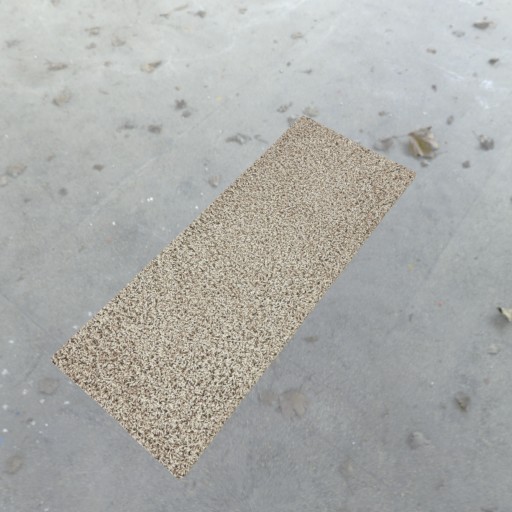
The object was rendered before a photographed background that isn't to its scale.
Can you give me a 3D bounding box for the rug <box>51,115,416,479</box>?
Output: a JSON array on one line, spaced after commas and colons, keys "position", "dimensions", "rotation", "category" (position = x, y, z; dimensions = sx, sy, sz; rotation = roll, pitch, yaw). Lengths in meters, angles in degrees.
[{"position": [0.000, 0.000, 1.733], "dimensions": [0.609, 0.030, 1.524], "rotation": [34, 65, 18], "category": "rug"}]
